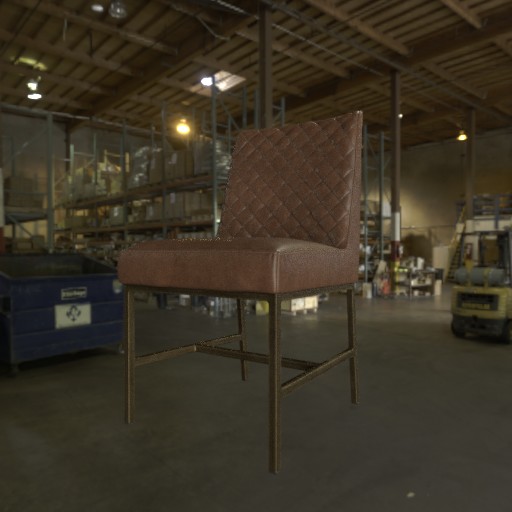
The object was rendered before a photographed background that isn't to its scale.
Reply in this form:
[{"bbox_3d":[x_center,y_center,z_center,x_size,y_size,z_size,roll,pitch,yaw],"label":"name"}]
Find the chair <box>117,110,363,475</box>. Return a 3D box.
[{"bbox_3d":[0.000,0.000,1.261,0.508,0.889,0.587,0,1,35],"label":"chair"}]
